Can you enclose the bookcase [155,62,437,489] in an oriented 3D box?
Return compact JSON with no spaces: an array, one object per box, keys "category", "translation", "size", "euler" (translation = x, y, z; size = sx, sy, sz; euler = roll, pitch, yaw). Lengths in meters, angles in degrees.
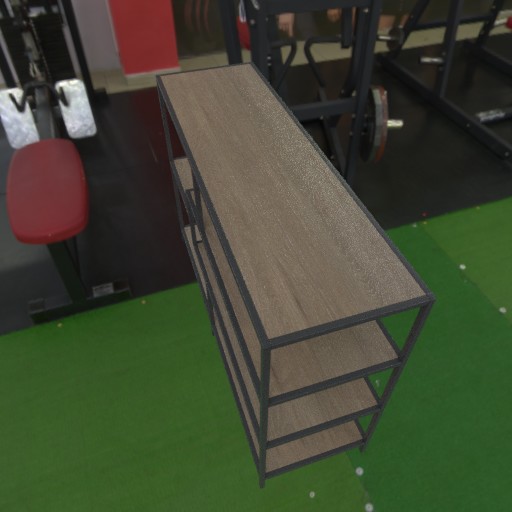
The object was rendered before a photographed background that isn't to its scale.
[{"category":"bookcase","translation":[0.000,0.000,1.462],"size":[0.350,0.780,1.140],"euler":[-13,48,-13]}]
